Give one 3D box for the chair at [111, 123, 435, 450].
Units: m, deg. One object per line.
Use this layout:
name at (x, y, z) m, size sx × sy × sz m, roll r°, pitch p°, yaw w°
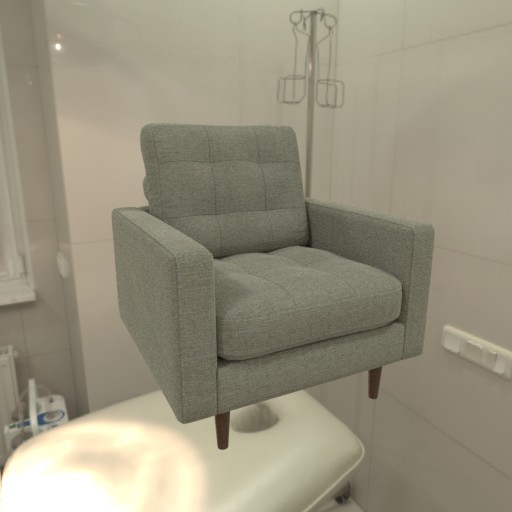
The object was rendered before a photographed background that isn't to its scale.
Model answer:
chair at (0.000, 0.000, 1.514) m, size 0.821 × 0.880 × 0.843 m, roll -7°, pitch 16°, yaw -26°
